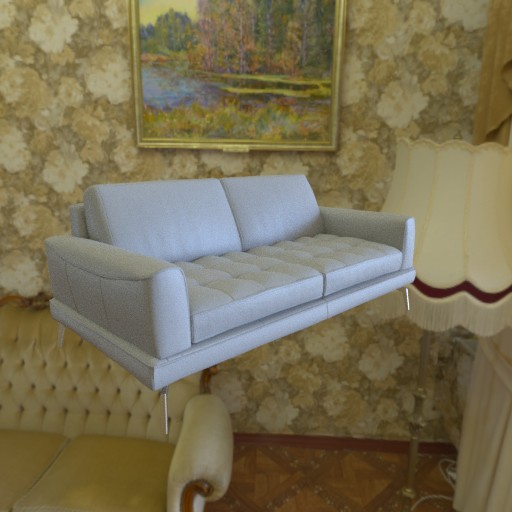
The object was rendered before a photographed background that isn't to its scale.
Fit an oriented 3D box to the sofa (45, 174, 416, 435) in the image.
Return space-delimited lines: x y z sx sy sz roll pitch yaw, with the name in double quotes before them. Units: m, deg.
"sofa" 0.000 0.000 2.743 2.177 0.930 1.121 -12 18 -43
